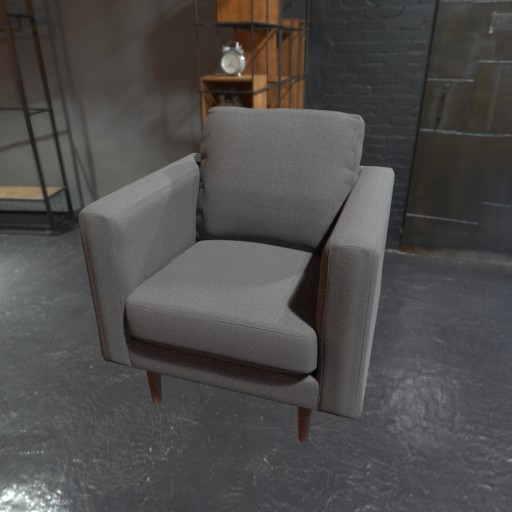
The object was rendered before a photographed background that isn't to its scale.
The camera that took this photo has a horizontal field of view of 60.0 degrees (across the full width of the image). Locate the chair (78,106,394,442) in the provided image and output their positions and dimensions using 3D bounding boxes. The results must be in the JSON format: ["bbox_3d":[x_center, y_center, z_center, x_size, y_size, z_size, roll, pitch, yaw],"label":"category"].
[{"bbox_3d":[0.000,0.000,1.550,0.854,0.927,0.800,8,27,16],"label":"chair"}]
